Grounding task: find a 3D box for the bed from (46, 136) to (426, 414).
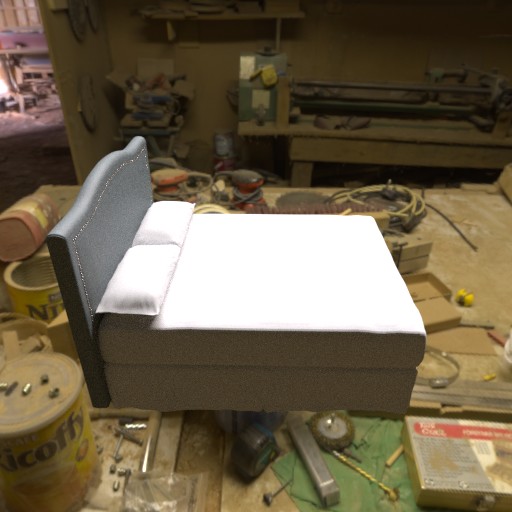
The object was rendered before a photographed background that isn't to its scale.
[{"bbox_3d":[0.000,0.000,3.303,2.143,1.460,1.753,1,31,1],"label":"bed"}]
